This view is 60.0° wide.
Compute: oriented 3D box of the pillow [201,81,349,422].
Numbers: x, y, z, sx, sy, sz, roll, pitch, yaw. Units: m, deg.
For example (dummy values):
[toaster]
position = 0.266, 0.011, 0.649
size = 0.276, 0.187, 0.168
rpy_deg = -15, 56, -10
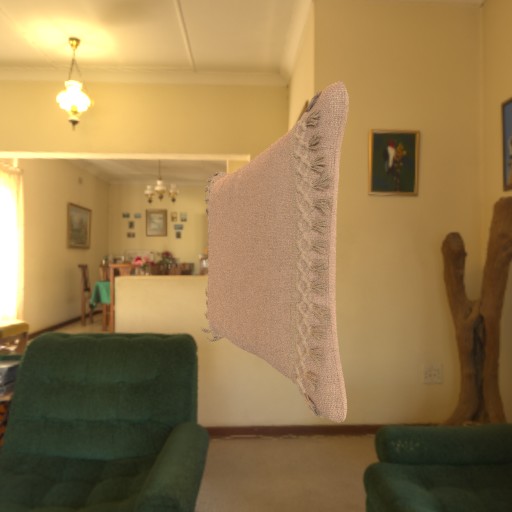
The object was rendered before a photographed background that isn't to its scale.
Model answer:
[pillow]
position = 0.000, 0.000, 0.597
size = 0.084, 0.305, 0.466
rpy_deg = 0, 0, -19
